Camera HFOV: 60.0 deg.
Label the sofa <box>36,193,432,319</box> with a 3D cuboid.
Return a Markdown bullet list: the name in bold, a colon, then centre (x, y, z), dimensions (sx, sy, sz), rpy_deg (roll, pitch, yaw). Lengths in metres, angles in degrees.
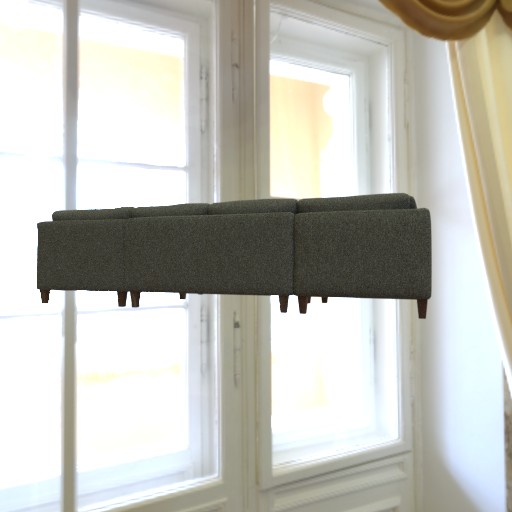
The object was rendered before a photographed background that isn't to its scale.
- **sofa**: centre (0.000, 0.000, 4.513), dimensions (3.238, 0.853, 2.551), rpy_deg (0, -1, 19)
